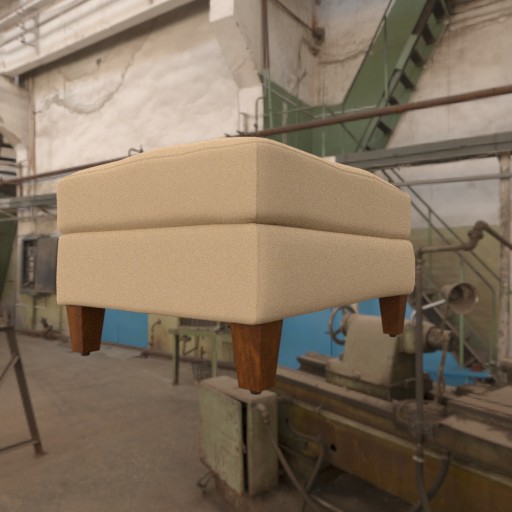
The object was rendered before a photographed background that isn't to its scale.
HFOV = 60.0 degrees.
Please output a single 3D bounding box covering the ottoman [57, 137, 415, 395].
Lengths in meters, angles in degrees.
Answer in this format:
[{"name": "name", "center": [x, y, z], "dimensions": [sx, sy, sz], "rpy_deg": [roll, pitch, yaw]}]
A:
[{"name": "ottoman", "center": [0.000, 0.000, 1.205], "dimensions": [0.634, 0.485, 0.818], "rpy_deg": [0, 0, 36]}]
